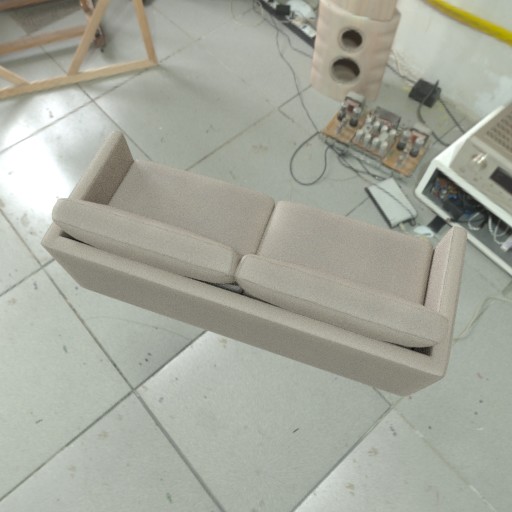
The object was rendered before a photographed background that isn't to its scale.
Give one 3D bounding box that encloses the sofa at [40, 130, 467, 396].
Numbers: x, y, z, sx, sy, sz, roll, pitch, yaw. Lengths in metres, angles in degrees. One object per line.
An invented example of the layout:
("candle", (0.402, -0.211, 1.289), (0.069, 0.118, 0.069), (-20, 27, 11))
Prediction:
("sofa", (0.000, 0.000, 2.828), (2.361, 0.968, 0.951), (17, 65, 8))
